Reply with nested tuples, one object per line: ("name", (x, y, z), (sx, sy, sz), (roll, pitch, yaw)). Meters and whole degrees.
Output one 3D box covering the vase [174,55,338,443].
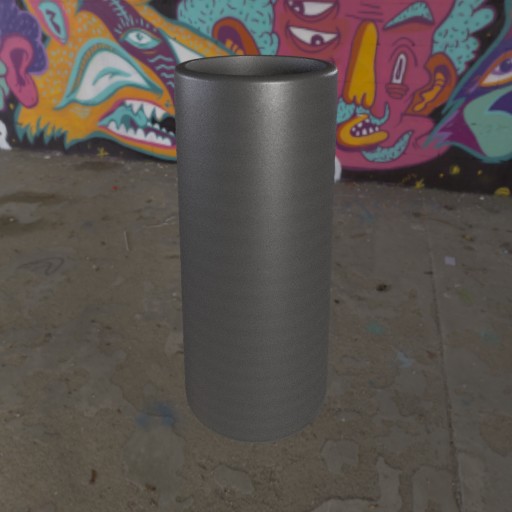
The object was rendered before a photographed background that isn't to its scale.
("vase", (0.000, 0.000, 0.361), (0.136, 0.289, 0.136), (20, 36, 29))
